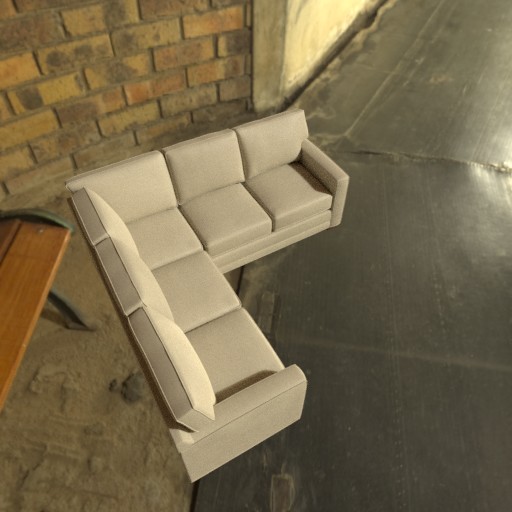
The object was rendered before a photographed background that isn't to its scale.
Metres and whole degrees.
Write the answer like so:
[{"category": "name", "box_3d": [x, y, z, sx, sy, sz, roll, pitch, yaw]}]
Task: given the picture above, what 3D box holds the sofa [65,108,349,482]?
[{"category": "sofa", "box_3d": [0.000, 0.000, 3.381, 2.189, 0.939, 2.182, -23, 53, -19]}]
